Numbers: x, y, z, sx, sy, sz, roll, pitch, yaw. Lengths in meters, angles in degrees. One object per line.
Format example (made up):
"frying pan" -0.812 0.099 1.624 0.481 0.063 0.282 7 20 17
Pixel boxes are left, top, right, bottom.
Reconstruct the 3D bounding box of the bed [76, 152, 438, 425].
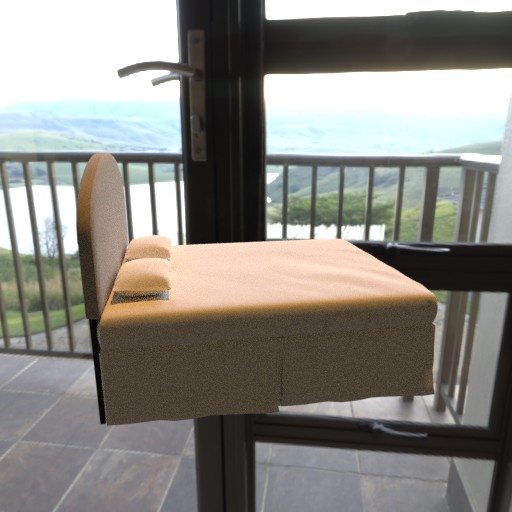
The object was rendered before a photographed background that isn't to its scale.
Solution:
"bed" 0.000 0.000 3.071 2.005 1.410 1.607 -3 16 -10
